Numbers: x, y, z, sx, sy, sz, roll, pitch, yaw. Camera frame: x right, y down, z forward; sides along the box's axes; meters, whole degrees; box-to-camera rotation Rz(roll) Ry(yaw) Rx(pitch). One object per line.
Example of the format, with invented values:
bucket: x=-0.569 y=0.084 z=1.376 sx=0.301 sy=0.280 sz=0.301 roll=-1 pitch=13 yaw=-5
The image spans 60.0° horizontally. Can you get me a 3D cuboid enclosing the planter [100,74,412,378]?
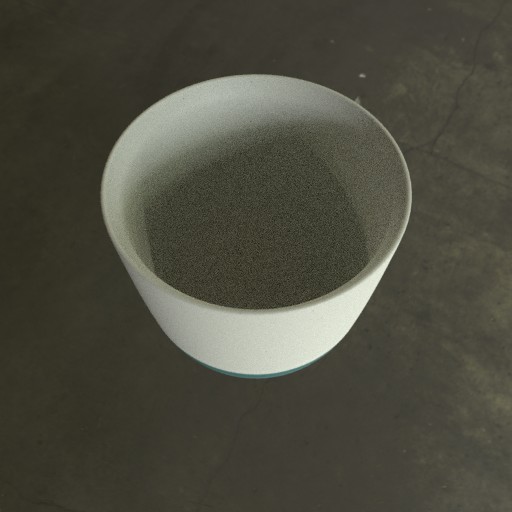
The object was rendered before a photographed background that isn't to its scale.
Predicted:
planter: x=0.000 y=0.000 z=0.385 sx=0.204 sy=0.214 sz=0.204 roll=0 pitch=59 yaw=0
